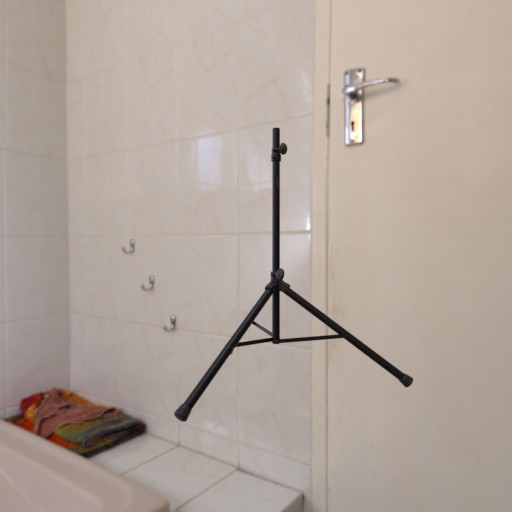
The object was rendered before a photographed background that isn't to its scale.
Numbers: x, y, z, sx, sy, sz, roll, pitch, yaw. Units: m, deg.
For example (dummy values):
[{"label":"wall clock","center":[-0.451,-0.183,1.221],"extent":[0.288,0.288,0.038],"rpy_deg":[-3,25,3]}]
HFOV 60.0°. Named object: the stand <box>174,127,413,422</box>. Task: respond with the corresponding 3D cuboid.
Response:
[{"label":"stand","center":[0.000,0.000,1.869],"extent":[1.045,1.136,0.907],"rpy_deg":[1,1,37]}]
